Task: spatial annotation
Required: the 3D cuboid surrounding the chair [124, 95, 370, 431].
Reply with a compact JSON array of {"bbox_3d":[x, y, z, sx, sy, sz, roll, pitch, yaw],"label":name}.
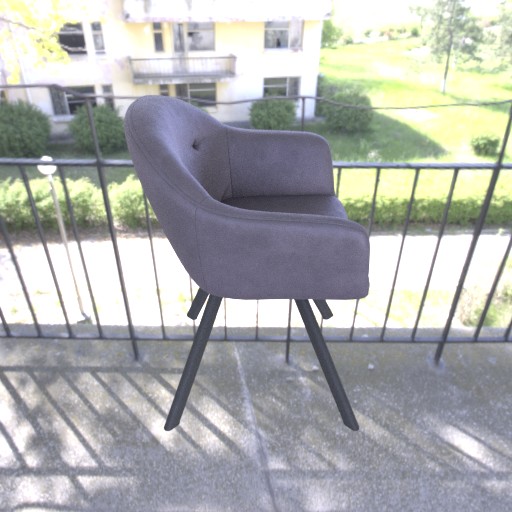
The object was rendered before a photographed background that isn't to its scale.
[{"bbox_3d":[0.000,0.000,1.154,0.544,0.781,0.567,0,32,0],"label":"chair"}]
